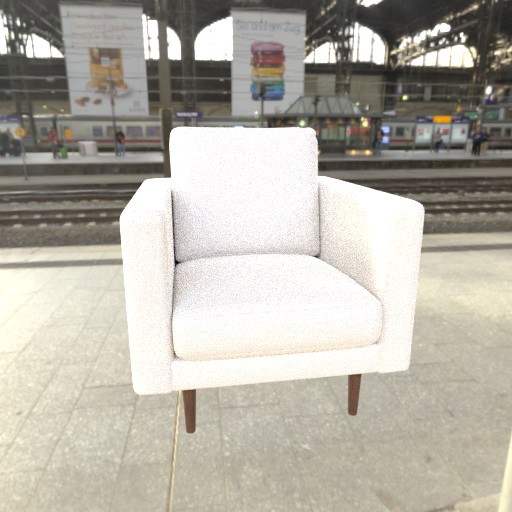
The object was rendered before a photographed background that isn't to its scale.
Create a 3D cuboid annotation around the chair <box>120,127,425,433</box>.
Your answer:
[{"bbox_3d":[0.000,0.000,1.591,0.831,0.899,0.879,-3,15,-9],"label":"chair"}]
